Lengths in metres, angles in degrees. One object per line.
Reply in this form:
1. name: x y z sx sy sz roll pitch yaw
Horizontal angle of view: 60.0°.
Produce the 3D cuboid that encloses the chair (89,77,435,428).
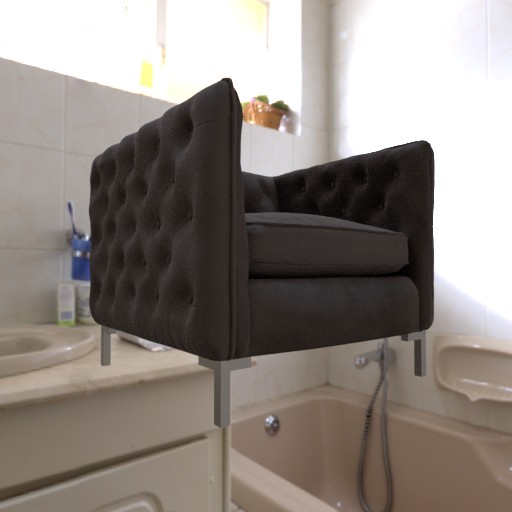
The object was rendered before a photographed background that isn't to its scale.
1. chair: 0.000 0.000 1.589 0.946 0.807 0.913 1 -2 -37
